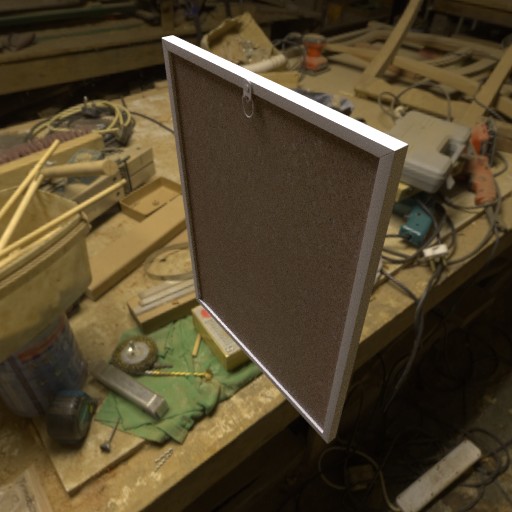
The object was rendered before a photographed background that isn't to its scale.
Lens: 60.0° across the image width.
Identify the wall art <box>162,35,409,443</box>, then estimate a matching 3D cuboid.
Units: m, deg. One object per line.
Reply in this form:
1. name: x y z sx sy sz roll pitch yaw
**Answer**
1. wall art: 0.000 0.000 1.338 0.042 1.056 0.805 -27 48 -27
